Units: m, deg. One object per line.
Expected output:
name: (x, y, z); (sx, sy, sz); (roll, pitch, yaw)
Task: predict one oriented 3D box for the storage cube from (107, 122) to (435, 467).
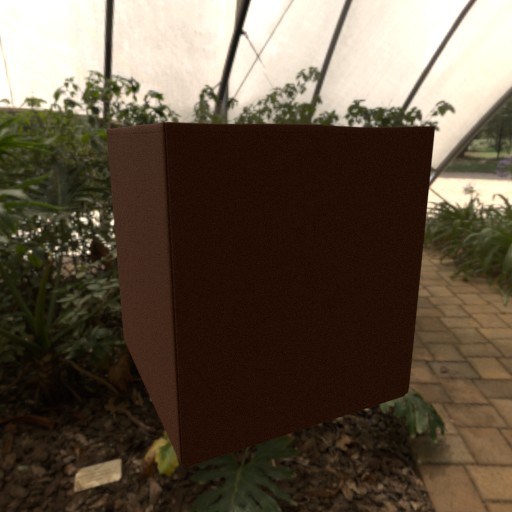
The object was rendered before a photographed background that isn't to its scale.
storage cube: (0.000, 0.000, 0.503); (0.270, 0.280, 0.270); (-7, 17, -25)
